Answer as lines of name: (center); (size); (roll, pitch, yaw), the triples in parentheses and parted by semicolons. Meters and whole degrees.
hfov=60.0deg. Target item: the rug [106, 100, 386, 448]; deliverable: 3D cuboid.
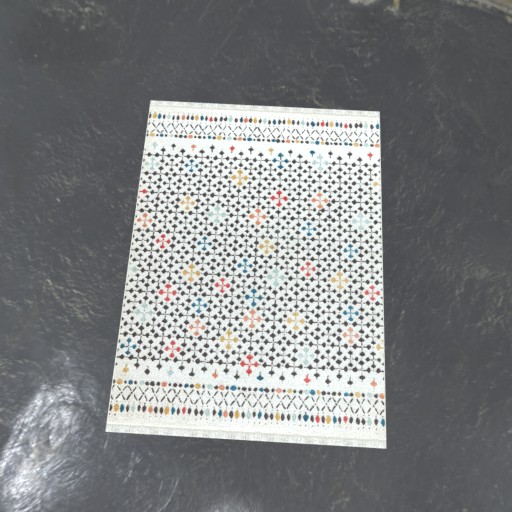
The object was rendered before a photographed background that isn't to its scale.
rug: (0.000, 0.000, 4.128); (2.354, 0.007, 3.196); (3, 75, 1)
